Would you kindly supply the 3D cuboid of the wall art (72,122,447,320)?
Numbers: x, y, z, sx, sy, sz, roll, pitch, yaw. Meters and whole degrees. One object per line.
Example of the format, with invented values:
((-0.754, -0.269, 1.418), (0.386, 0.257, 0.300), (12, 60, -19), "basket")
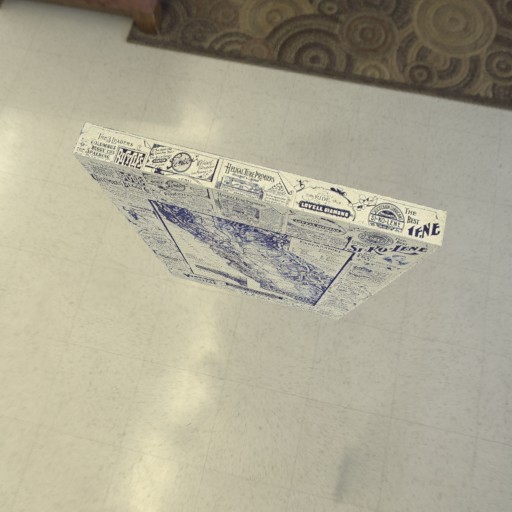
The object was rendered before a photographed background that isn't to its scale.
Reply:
((0.000, 0.000, 0.766), (0.408, 0.601, 0.040), (15, 75, 4), "wall art")
